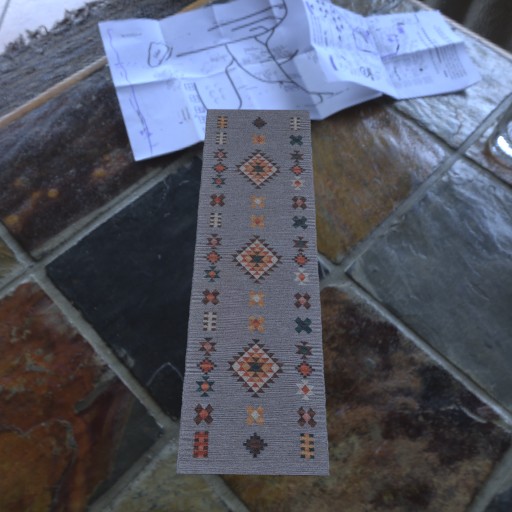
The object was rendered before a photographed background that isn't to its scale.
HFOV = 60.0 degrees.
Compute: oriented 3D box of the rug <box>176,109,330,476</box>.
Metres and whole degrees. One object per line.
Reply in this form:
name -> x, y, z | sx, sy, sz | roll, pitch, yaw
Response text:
rug -> 0.000, 0.000, 2.745 | 0.766, 0.008, 2.432 | 1, 63, 0
